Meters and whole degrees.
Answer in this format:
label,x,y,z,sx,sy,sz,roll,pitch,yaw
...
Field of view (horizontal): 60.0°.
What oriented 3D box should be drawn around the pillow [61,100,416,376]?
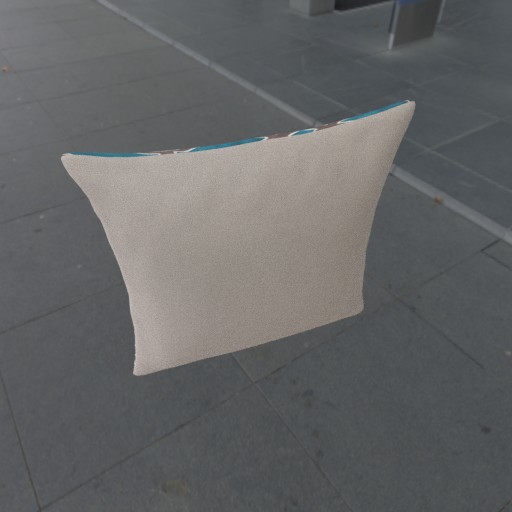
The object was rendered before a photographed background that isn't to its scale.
label,x,y,z,sx,sy,sz,roll,pitch,yaw
pillow,0.000,0.000,0.796,0.526,0.507,0.166,-13,44,-14
